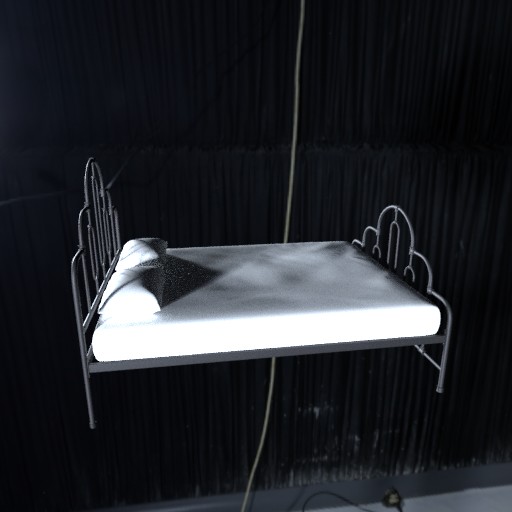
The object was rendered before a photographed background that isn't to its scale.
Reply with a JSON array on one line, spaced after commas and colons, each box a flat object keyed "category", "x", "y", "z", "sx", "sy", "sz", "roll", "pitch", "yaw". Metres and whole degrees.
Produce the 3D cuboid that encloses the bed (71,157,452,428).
[{"category": "bed", "x": 0.000, "y": 0.000, "z": 3.213, "sx": 2.163, "sy": 1.429, "sz": 1.640, "roll": -3, "pitch": 17, "yaw": -9}]
